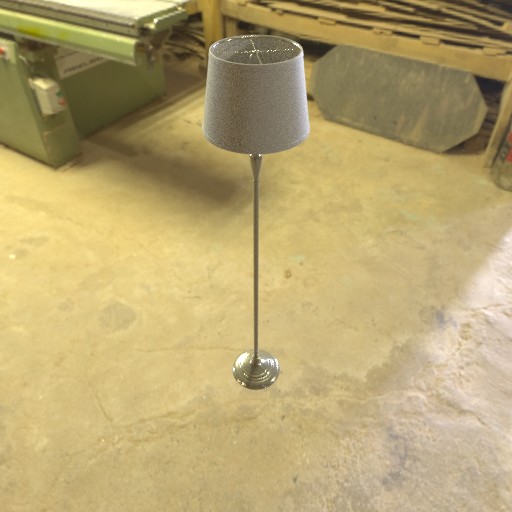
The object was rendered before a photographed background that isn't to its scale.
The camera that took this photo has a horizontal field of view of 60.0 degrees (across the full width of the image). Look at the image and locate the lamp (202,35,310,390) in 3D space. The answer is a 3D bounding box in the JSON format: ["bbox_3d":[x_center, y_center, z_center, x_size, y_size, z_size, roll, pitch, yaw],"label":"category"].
[{"bbox_3d":[0.000,0.000,1.702,0.327,1.506,0.327,27,48,27],"label":"lamp"}]
